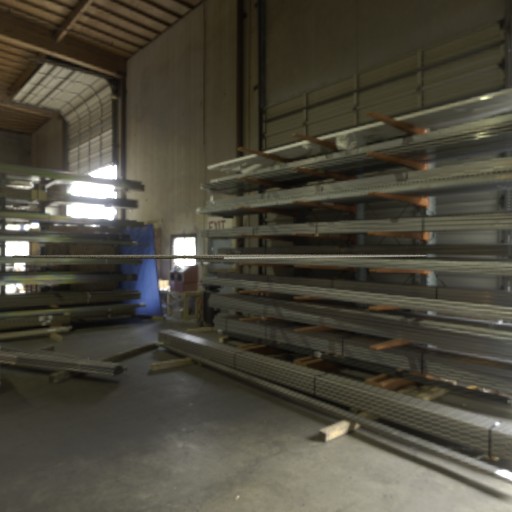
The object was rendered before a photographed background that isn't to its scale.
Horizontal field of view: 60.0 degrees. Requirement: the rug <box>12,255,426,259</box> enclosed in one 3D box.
[{"bbox_3d":[0.000,0.000,2.959,1.524,0.012,2.438,0,0,36],"label":"rug"}]
